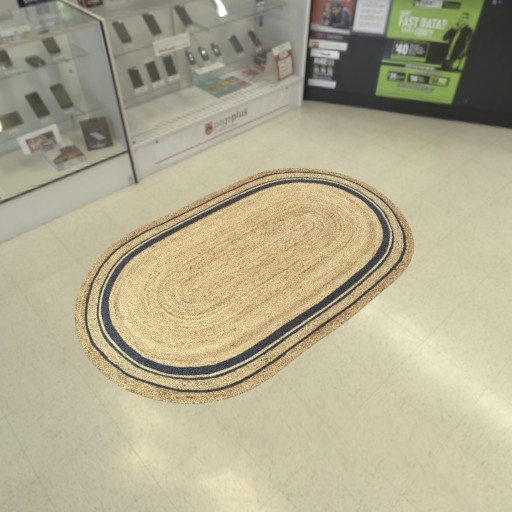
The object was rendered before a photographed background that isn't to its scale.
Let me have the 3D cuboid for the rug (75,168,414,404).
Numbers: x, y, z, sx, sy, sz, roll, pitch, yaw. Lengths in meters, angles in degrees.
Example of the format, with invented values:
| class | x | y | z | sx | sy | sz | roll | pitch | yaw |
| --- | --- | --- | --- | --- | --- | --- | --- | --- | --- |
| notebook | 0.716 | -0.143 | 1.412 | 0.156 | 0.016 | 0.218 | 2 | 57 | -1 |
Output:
| class | x | y | z | sx | sy | sz | roll | pitch | yaw |
| --- | --- | --- | --- | --- | --- | --- | --- | --- | --- |
| rug | 0.000 | 0.000 | 2.997 | 2.432 | 0.006 | 1.520 | -31 | 52 | -27 |
